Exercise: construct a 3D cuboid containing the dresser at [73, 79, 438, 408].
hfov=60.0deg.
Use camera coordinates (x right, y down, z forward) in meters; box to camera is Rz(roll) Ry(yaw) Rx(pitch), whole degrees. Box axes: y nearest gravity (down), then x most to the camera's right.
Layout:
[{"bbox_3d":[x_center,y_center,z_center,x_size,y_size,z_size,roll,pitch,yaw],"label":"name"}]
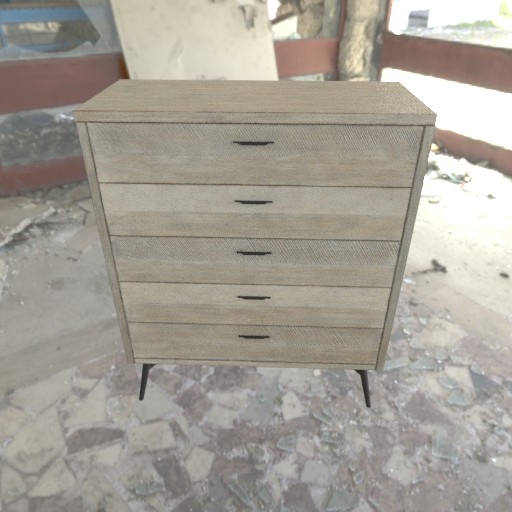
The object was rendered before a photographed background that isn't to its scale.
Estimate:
[{"bbox_3d":[0.000,0.000,1.740,1.016,1.219,0.457,1,32,2],"label":"dresser"}]
